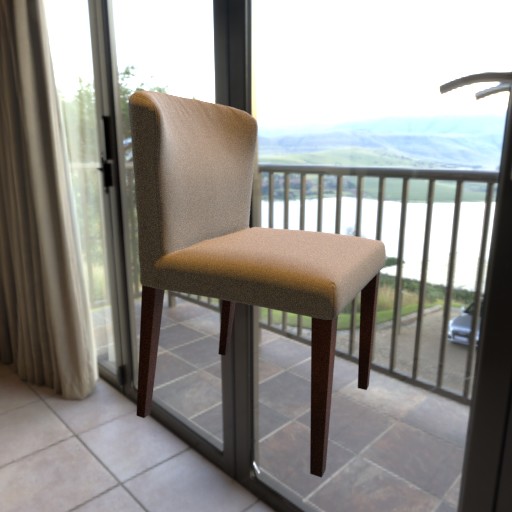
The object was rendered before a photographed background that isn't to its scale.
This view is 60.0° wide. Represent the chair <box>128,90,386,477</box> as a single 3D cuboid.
[{"bbox_3d":[0.000,0.000,1.170,0.592,0.839,0.491,7,15,26],"label":"chair"}]
